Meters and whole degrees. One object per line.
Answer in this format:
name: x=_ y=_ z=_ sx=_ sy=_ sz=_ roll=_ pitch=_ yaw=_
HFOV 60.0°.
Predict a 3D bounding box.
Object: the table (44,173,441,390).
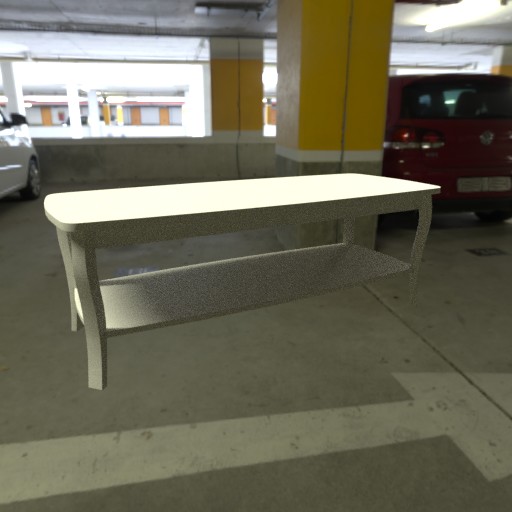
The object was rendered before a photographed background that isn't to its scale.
table: x=0.000 y=0.000 z=1.603 sx=1.334 sy=0.474 sz=0.561 roll=-9 pitch=19 yaw=-27
